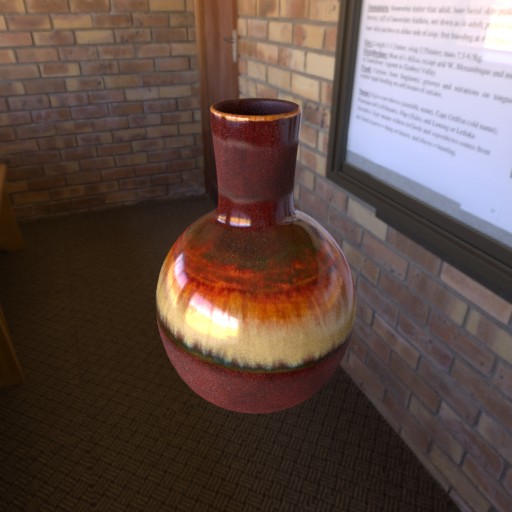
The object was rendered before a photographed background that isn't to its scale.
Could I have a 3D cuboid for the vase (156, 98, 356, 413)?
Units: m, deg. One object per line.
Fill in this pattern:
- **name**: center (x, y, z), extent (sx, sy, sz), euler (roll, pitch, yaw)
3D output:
- **vase**: center (0.000, 0.000, 0.236), extent (0.111, 0.154, 0.111), euler (0, 30, 0)
